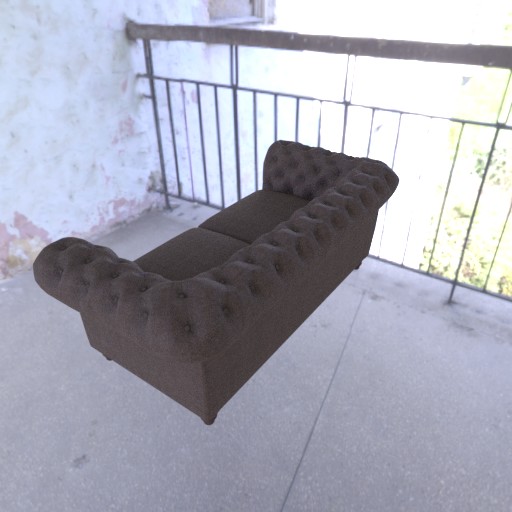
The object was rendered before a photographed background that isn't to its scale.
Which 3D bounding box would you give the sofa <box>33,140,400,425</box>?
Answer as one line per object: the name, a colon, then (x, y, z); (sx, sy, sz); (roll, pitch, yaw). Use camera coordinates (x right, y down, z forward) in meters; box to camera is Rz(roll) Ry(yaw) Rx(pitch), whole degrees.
sofa: (0.000, 0.000, 2.520); (0.944, 0.780, 2.048); (21, 37, 30)
